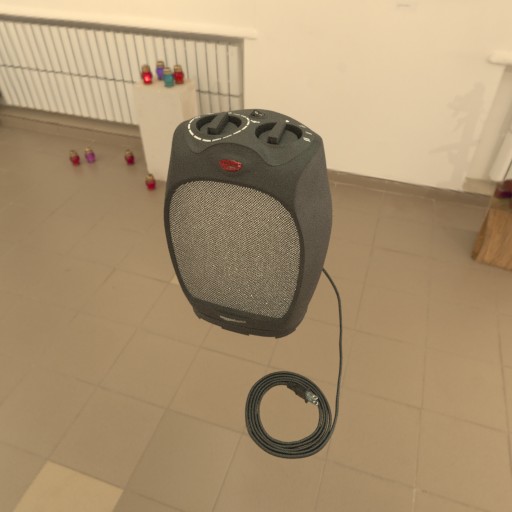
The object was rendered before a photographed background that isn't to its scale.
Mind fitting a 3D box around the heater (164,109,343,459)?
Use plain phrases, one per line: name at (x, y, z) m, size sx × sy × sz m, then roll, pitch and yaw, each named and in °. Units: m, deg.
heater at (0.000, 0.000, 0.477) m, size 0.239 × 0.255 × 0.291 m, roll 12°, pitch 43°, yaw 14°
